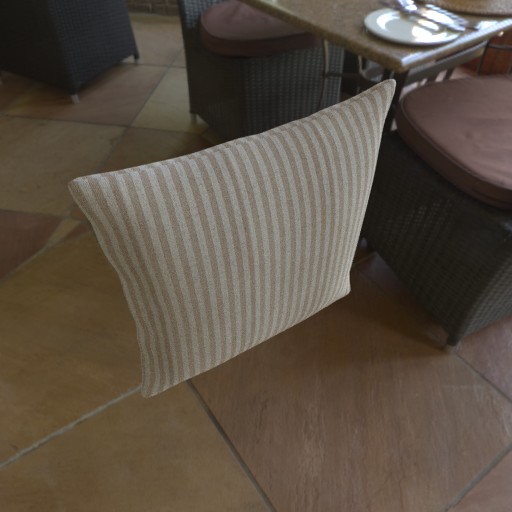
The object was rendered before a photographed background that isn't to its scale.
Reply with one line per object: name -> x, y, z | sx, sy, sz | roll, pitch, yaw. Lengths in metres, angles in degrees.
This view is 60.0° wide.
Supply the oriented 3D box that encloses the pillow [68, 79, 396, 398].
pillow -> 0.000, 0.000, 0.783 | 0.523, 0.510, 0.166 | -24, 51, -22
